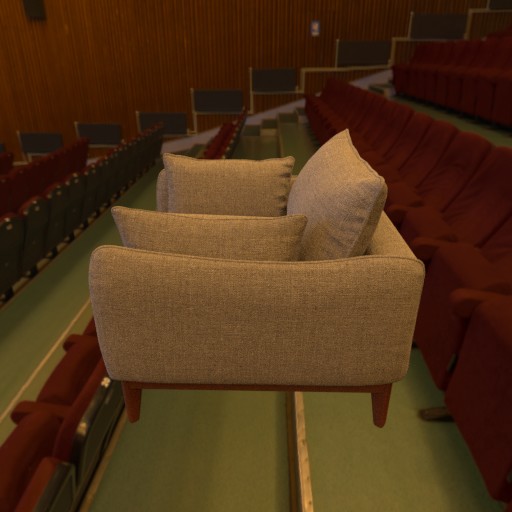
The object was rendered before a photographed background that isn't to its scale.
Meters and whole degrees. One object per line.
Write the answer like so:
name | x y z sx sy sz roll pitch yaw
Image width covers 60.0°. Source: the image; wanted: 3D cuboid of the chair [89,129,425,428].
chair | 0.000 0.000 1.713 0.976 0.839 0.993 1 25 1
